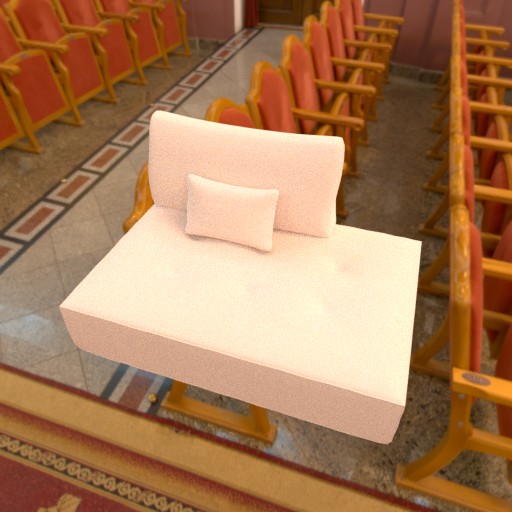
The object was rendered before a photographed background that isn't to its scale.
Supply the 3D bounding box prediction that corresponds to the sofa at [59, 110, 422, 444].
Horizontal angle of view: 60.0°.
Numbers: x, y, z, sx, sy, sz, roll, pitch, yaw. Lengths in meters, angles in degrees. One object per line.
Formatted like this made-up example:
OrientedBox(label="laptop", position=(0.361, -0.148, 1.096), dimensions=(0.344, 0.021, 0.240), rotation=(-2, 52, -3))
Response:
OrientedBox(label="sofa", position=(0.000, 0.000, 2.019), dimensions=(1.450, 0.820, 1.000), rotation=(13, 42, 14))
